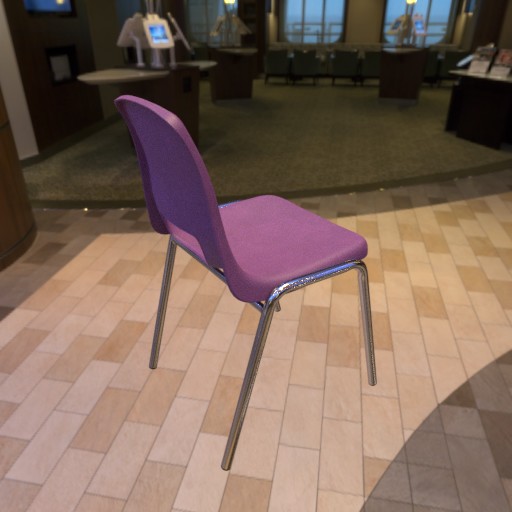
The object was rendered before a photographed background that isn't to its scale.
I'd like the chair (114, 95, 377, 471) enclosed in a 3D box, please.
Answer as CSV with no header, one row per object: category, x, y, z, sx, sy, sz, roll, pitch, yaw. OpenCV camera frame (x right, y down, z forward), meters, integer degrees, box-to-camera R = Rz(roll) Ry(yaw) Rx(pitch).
chair,0.000,0.000,0.907,0.432,0.654,0.381,-19,34,-31
